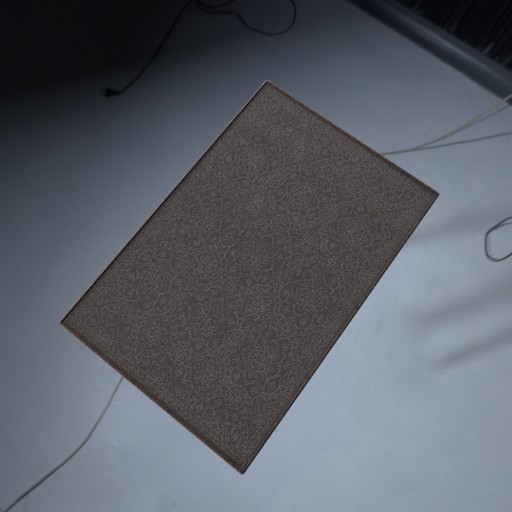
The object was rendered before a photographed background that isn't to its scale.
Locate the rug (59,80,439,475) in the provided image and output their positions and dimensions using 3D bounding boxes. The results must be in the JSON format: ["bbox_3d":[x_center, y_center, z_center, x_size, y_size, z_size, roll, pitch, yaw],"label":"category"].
[{"bbox_3d":[0.000,0.000,3.013,1.524,0.011,2.286,36,79,8],"label":"rug"}]
